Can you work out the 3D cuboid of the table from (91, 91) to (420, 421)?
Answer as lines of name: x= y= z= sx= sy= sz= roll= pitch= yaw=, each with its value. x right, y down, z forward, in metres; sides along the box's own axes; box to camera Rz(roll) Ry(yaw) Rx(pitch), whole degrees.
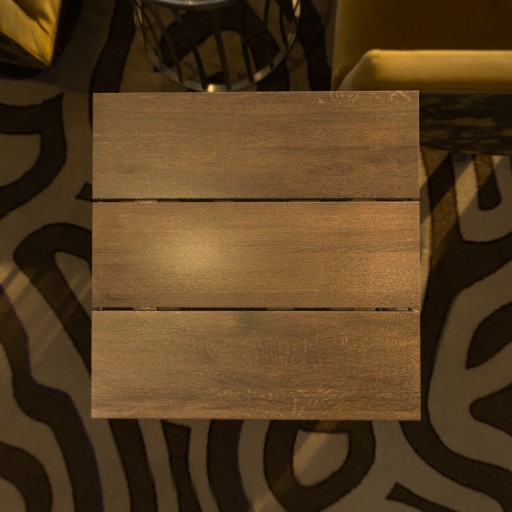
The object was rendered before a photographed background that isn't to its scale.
table: x=0.000 y=0.000 z=1.417 sx=0.900 sy=0.400 sz=0.900 roll=0 pitch=89 yaw=1
